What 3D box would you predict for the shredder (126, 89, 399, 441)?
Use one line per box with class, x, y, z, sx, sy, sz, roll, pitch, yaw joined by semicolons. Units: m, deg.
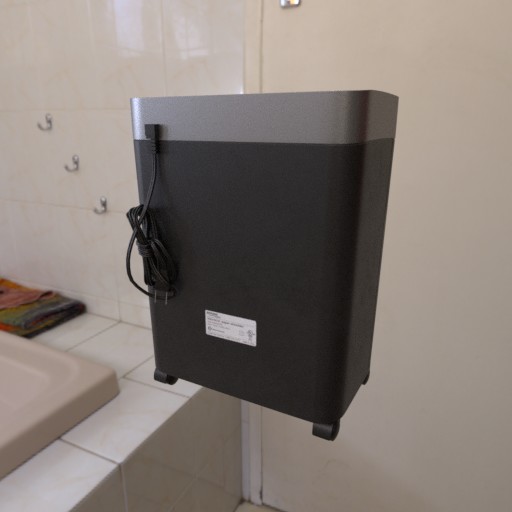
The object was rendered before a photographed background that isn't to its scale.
shredder;0.000;0.000;0.608;0.311;0.419;0.237;9;19;28
